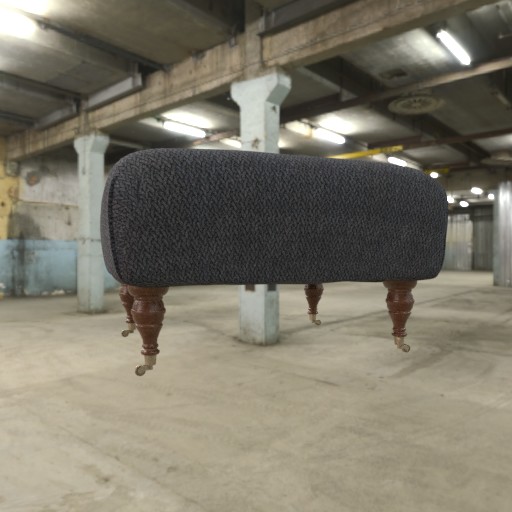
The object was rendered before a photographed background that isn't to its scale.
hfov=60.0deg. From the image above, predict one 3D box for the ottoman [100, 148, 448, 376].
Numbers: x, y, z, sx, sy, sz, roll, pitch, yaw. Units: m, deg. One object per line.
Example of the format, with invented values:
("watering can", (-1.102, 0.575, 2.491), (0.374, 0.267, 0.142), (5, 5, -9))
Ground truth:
("ottoman", (0.000, 0.000, 1.129), (0.747, 0.450, 0.622), (0, 0, -20))
